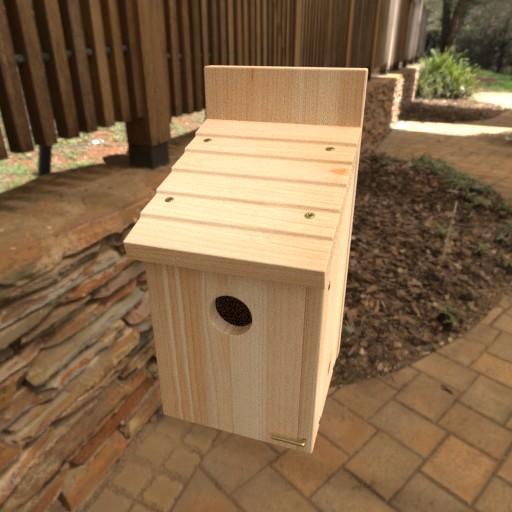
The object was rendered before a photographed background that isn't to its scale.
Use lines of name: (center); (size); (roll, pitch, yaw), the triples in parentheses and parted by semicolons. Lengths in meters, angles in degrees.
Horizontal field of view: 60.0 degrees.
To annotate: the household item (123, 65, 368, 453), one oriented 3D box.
household item: (0.000, 0.000, 0.393); (0.149, 0.300, 0.171); (8, 27, 16)
